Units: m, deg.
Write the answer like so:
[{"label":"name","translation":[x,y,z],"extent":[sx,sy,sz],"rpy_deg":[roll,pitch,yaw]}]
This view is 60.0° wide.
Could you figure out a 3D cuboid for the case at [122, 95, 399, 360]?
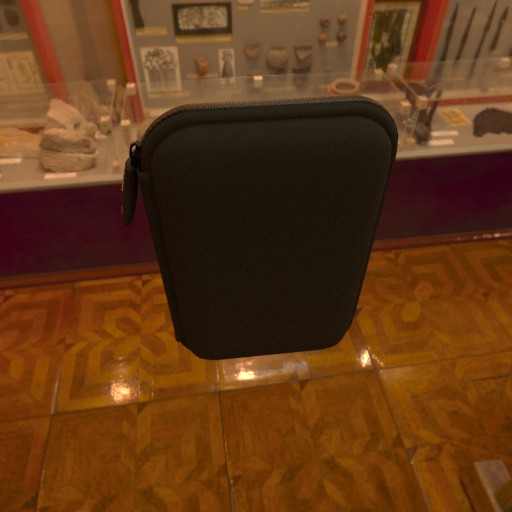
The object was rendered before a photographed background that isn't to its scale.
[{"label":"case","translation":[0.000,0.000,0.202],"extent":[0.107,0.147,0.030],"rpy_deg":[-5,46,-5]}]
